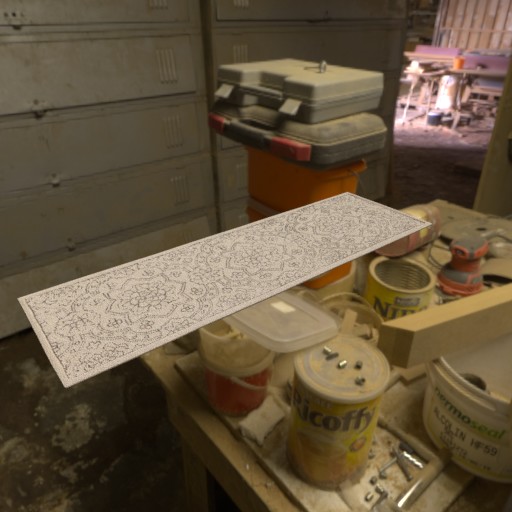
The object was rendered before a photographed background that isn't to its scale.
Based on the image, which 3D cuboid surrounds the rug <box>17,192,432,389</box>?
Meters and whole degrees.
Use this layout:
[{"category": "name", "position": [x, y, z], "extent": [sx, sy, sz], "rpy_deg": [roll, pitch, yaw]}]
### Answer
[{"category": "rug", "position": [0.000, 0.000, 2.615], "extent": [2.448, 0.012, 0.769], "rpy_deg": [-21, 35, -32]}]
